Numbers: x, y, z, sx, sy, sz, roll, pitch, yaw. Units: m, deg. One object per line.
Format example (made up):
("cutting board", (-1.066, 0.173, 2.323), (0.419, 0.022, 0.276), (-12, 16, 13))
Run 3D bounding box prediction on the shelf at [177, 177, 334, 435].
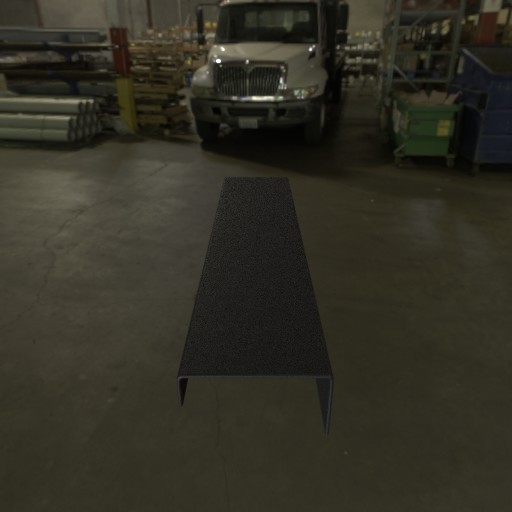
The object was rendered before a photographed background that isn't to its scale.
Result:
("shelf", (0.000, 0.000, 0.498), (0.102, 0.053, 0.456), (0, 26, 0))
